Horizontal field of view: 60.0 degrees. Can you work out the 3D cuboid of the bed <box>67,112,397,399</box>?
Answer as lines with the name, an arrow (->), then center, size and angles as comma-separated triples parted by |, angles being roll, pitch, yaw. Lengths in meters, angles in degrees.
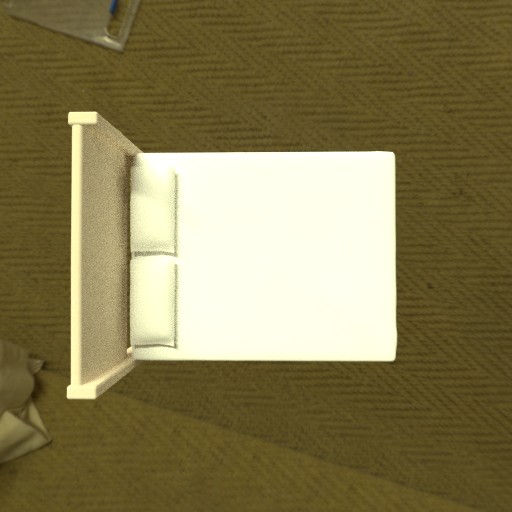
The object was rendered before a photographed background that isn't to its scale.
bed -> 0.000, 0.000, 3.431 | 2.293, 1.471, 1.778 | 0, 89, 1
